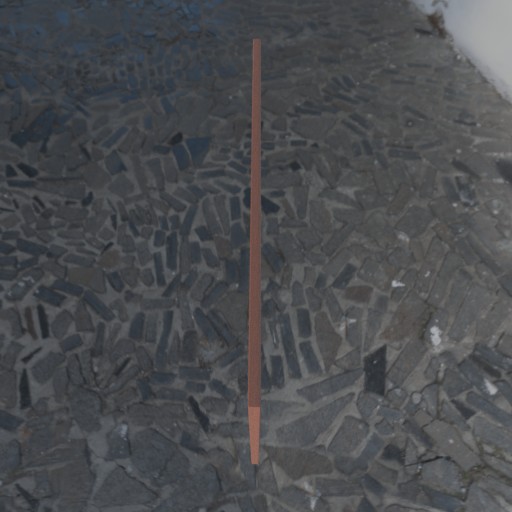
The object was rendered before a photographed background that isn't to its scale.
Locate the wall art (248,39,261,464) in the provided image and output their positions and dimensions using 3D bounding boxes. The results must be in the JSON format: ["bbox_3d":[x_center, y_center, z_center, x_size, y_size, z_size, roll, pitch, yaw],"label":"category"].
[{"bbox_3d":[0.000,0.000,0.835,0.014,0.455,0.660,0,58,0],"label":"wall art"}]
